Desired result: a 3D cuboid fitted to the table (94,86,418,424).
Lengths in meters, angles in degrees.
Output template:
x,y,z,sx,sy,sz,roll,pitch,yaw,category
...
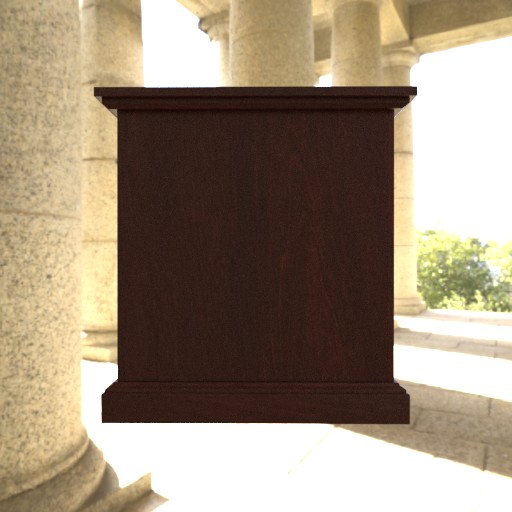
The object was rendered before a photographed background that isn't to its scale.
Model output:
x,y,z,sx,sy,sz,roll,pitch,yaw,category
0.000,0.000,0.977,0.584,0.612,0.356,0,0,0,table
